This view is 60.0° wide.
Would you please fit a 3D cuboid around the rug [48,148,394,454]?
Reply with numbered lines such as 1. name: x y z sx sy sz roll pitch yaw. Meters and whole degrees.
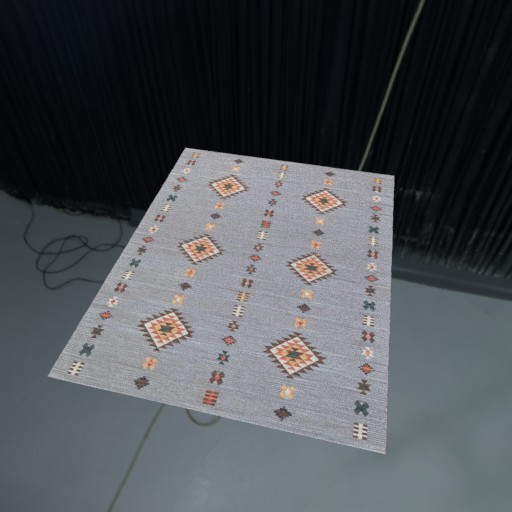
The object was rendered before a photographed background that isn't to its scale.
1. rug: 0.000 0.000 4.059 2.425 0.008 3.035 10 48 9
